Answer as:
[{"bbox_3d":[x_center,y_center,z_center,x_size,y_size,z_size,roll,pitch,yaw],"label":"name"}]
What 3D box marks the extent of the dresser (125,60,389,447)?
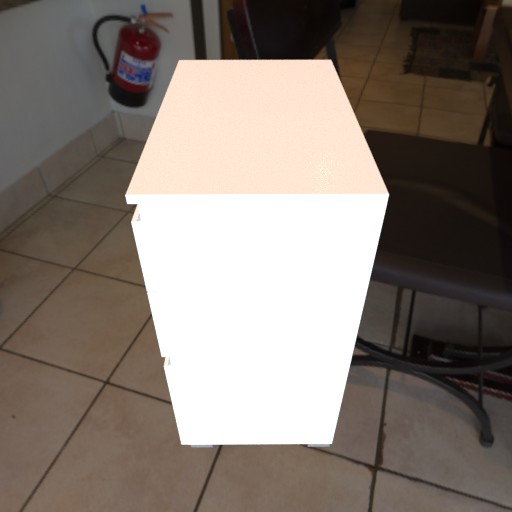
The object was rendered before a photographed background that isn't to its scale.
[{"bbox_3d":[0.000,0.000,1.177,0.400,0.800,0.650,0,41,0],"label":"dresser"}]
